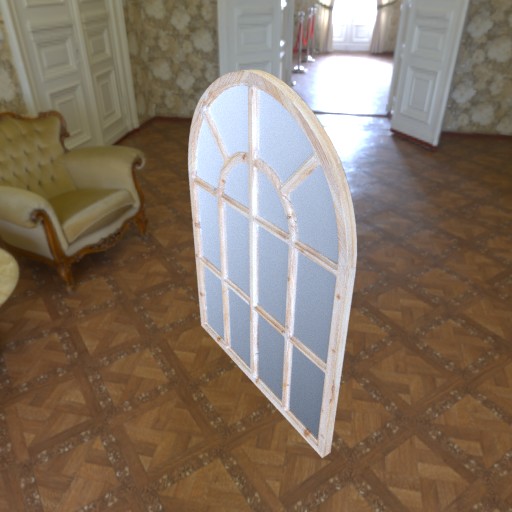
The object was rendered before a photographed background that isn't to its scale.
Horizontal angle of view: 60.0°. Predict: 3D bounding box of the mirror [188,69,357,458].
[{"bbox_3d":[0.000,0.000,1.179,0.032,0.920,0.660,-20,37,-29],"label":"mirror"}]
